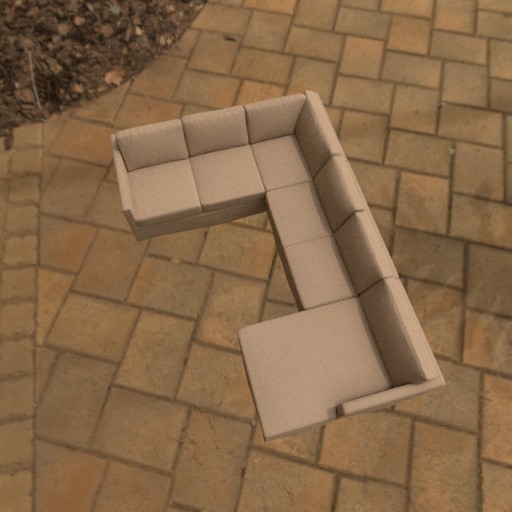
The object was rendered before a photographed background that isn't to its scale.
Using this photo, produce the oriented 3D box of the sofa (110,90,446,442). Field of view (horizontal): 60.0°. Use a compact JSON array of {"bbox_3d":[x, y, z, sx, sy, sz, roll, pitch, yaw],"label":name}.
[{"bbox_3d":[0.000,0.000,4.535,2.427,0.882,3.460,-14,66,-6],"label":"sofa"}]
